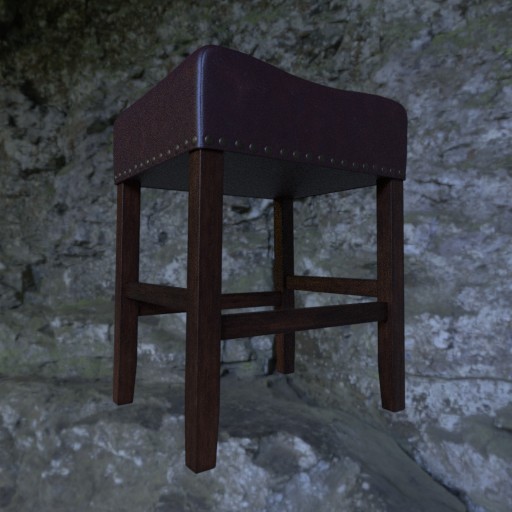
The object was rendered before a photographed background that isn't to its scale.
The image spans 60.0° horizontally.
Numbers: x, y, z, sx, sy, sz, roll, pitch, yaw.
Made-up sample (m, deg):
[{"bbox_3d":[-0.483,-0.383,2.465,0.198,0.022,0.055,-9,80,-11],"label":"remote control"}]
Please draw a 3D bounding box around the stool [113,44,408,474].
[{"bbox_3d":[0.000,0.000,0.898,0.465,0.608,0.397,0,0,-35],"label":"stool"}]
